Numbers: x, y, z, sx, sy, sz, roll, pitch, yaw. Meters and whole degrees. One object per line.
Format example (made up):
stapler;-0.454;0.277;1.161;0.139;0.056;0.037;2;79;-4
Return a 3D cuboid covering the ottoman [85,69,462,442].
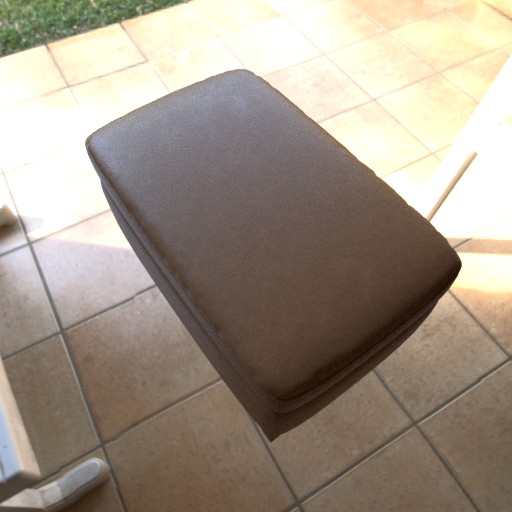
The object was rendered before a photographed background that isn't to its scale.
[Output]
ottoman;0.000;0.000;0.971;0.420;0.480;0.670;-32;63;-18
